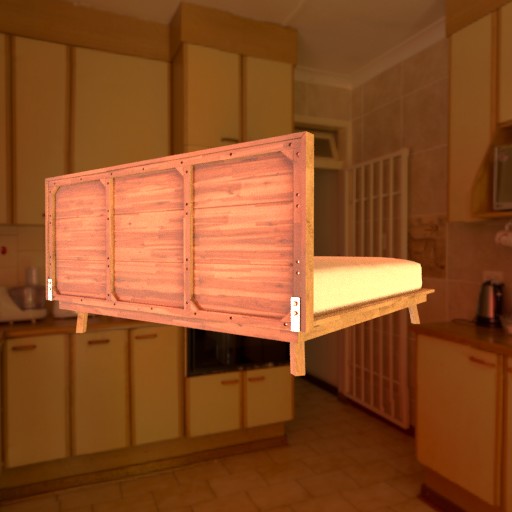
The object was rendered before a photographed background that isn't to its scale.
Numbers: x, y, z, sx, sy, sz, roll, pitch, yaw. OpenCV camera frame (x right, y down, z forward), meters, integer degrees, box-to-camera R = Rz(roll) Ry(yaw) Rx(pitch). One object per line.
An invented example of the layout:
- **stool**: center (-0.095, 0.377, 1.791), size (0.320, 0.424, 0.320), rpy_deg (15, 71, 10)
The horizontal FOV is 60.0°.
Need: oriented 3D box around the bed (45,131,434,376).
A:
- **bed**: center (0.000, 0.000, 3.377), size (2.116, 1.100, 2.167), rpy_deg (1, 1, 36)
